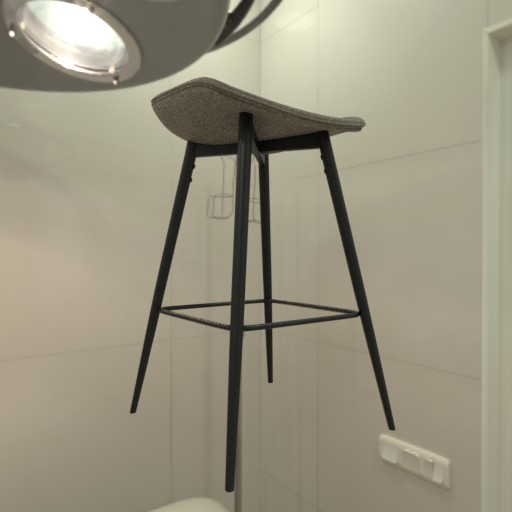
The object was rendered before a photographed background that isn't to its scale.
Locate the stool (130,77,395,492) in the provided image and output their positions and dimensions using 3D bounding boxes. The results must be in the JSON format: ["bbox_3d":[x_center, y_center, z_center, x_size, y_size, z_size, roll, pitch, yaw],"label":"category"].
[{"bbox_3d":[0.000,0.000,1.093,0.469,0.814,0.480,0,1,-36],"label":"stool"}]
